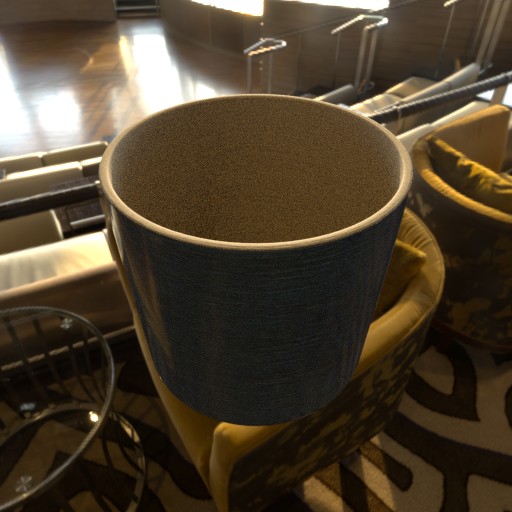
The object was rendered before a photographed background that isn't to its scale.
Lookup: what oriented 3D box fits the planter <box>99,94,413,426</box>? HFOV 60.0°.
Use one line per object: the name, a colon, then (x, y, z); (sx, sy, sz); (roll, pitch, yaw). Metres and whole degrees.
planter: (0.000, 0.000, 0.388); (0.221, 0.201, 0.221); (0, 41, 0)
